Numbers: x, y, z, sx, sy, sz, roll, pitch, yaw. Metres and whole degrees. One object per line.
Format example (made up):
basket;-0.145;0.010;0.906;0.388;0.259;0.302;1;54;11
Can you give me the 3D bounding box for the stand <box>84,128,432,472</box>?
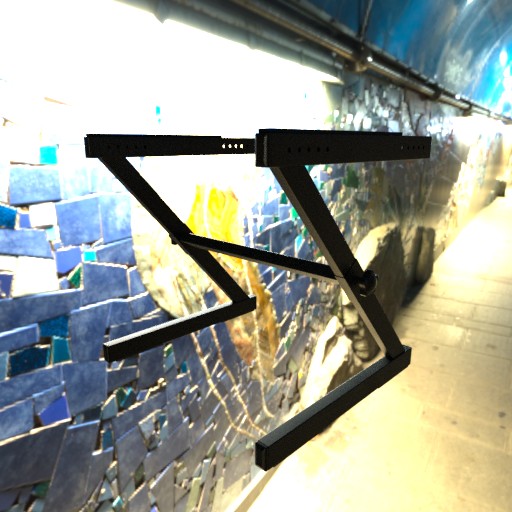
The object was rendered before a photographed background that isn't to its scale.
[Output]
stand;0.000;0.000;1.156;0.700;0.617;0.586;14;20;43
